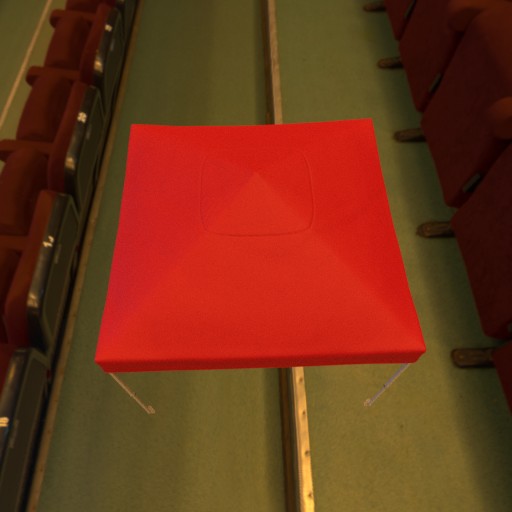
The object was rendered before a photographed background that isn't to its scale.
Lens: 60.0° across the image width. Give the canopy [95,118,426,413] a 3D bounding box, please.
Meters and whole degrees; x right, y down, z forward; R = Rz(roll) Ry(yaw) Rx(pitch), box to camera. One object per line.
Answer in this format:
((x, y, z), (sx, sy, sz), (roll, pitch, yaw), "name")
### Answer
((0.000, 0.000, 5.347), (2.998, 2.997, 2.996), (-2, 59, -1), "canopy")
